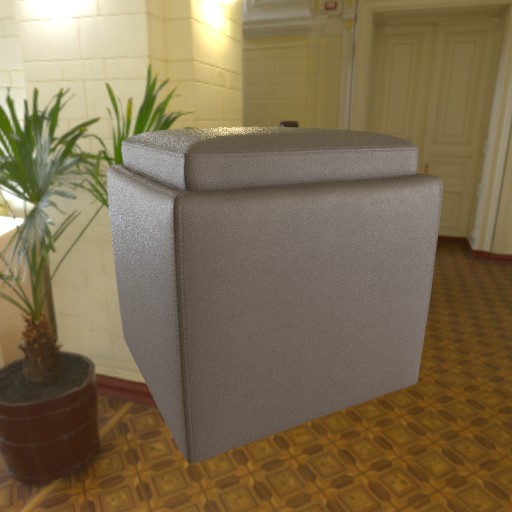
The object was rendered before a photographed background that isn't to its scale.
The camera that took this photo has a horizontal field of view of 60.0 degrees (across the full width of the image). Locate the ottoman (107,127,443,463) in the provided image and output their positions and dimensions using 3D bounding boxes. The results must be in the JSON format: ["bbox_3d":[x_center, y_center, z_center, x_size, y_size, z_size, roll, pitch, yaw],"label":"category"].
[{"bbox_3d":[0.000,0.000,0.823,0.451,0.460,0.450,-9,19,-26],"label":"ottoman"}]
